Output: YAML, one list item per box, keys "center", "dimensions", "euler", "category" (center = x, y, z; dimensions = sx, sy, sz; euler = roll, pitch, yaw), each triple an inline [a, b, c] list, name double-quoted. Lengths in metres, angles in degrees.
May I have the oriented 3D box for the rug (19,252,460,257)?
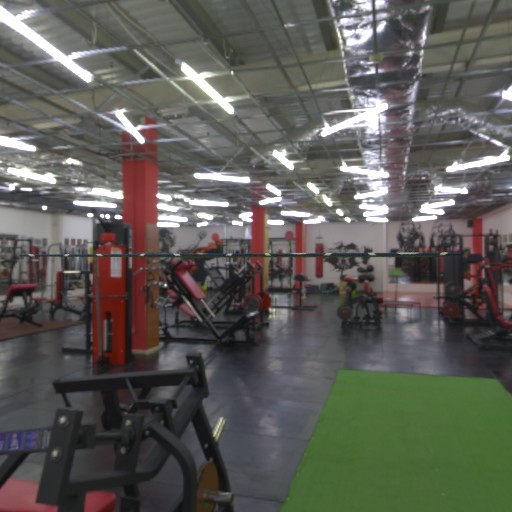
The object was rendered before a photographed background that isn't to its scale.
- center: [0.000, 0.000, 2.718]
  dimensions: [2.134, 0.010, 1.524]
  euler: [0, 0, 19]
  category: "rug"
